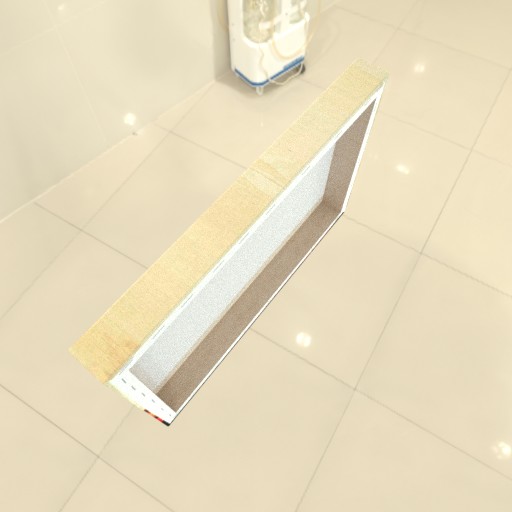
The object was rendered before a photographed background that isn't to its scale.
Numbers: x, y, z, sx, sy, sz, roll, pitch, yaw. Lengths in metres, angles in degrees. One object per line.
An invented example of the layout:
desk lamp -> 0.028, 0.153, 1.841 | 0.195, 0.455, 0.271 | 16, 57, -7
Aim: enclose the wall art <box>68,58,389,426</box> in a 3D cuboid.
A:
wall art -> 0.000, 0.000, 0.485 | 0.037, 0.251, 0.383 | 35, 68, 16
